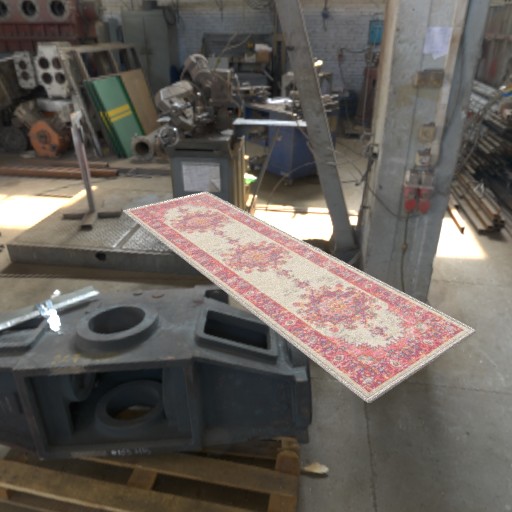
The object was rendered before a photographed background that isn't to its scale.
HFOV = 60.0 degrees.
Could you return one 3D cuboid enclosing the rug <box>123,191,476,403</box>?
[{"bbox_3d":[0.000,0.000,2.041,0.562,0.009,1.824,-19,33,-32],"label":"rug"}]
